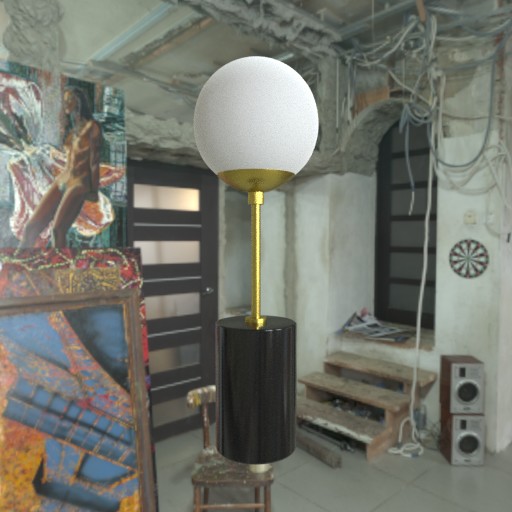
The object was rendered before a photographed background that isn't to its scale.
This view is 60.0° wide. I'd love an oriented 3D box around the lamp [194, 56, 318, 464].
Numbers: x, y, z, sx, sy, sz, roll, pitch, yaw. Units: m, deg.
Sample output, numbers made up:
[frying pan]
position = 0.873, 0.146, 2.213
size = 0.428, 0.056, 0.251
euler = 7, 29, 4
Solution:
[lamp]
position = 0.000, 0.000, 0.555
size = 0.153, 0.480, 0.153
euler = 0, 2, 0
